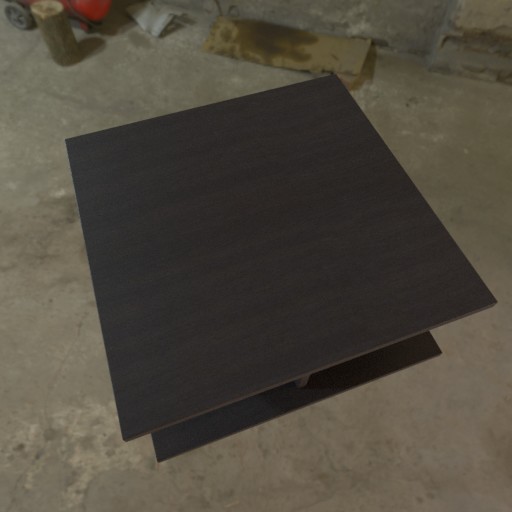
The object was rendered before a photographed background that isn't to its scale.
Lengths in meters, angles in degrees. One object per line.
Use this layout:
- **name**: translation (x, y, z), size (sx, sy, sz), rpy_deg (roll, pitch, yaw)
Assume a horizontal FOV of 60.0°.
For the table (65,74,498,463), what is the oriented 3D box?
- **table**: translation (0.000, 0.000, 1.179), size (0.762, 0.396, 0.762), rpy_deg (-17, 60, -10)
